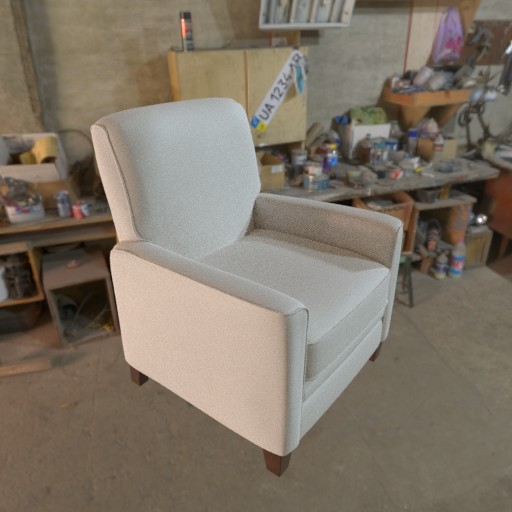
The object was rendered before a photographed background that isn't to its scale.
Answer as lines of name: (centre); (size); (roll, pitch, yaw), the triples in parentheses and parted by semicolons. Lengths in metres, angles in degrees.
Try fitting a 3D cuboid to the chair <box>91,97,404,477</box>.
chair: (0.000, 0.000, 1.627); (0.858, 1.028, 0.841); (18, 31, 33)
